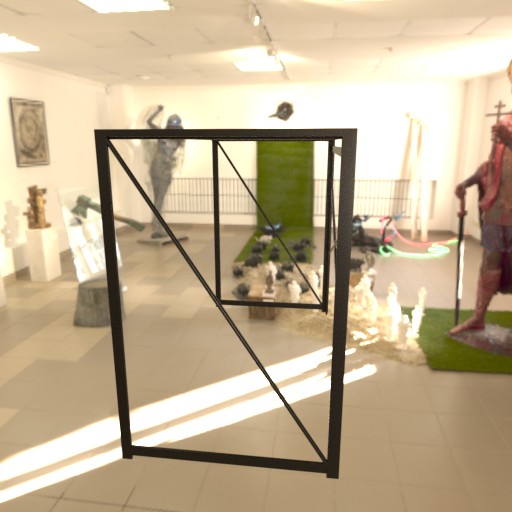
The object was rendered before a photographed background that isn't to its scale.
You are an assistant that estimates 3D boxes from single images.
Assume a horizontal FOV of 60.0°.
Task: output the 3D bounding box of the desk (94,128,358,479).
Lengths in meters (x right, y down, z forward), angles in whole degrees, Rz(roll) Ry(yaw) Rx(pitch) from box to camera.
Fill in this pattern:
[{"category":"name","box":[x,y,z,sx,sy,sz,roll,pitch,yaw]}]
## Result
[{"category":"desk","box":[0.000,0.000,1.409,0.505,0.747,1.015,2,14,7]}]
